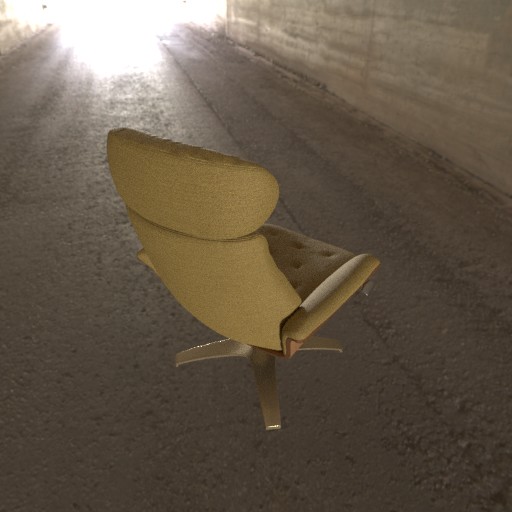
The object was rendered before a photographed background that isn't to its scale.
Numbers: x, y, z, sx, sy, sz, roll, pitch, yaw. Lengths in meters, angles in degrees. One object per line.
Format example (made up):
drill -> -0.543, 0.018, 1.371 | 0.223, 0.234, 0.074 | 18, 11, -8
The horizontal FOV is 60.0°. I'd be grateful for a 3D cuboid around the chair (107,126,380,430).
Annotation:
chair -> 0.000, 0.000, 1.557 | 0.785, 0.995, 0.837 | 23, 38, 32
